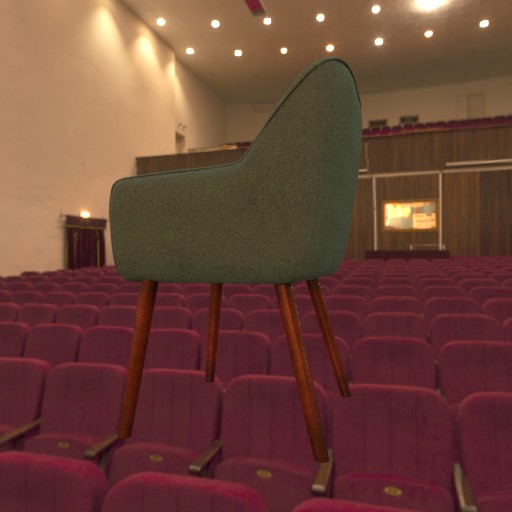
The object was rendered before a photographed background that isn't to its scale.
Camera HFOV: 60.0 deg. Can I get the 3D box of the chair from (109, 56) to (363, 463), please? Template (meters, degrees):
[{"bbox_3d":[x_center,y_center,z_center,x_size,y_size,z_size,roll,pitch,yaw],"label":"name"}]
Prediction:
[{"bbox_3d":[0.000,0.000,1.139,0.519,0.803,0.543,0,0,18],"label":"chair"}]
